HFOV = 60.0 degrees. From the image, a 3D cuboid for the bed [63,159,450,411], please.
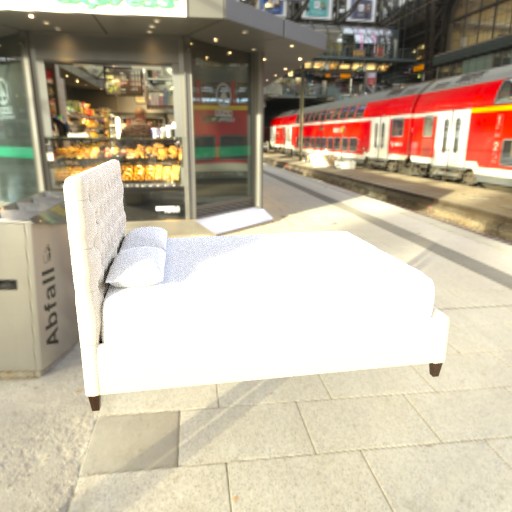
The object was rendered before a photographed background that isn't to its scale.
[{"bbox_3d":[0.000,0.000,3.503,2.387,1.427,1.698,-3,16,-10],"label":"bed"}]
